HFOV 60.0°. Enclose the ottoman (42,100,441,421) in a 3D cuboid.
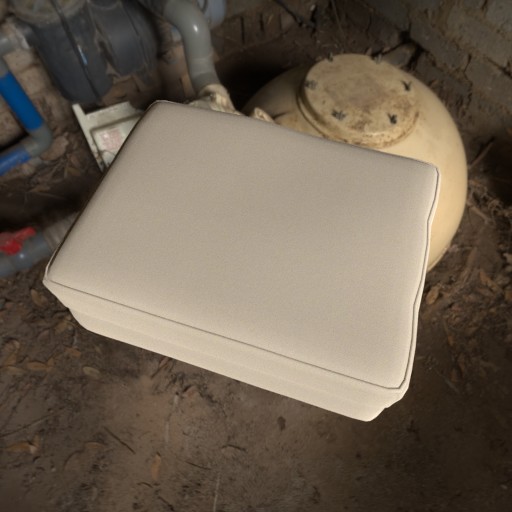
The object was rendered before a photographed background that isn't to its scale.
[{"bbox_3d":[0.000,0.000,1.207,0.818,0.485,0.634,16,62,9],"label":"ottoman"}]
